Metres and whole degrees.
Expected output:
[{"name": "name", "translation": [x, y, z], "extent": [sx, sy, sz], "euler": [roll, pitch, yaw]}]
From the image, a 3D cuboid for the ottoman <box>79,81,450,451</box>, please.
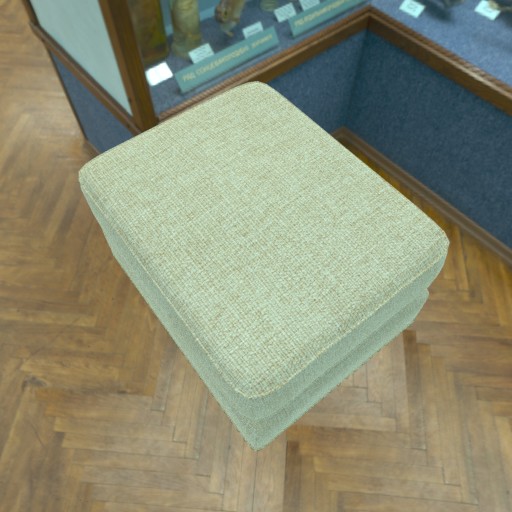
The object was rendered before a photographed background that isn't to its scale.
[{"name": "ottoman", "translation": [0.000, 0.000, 1.173], "extent": [0.589, 0.537, 0.738], "euler": [-33, 64, -19]}]
